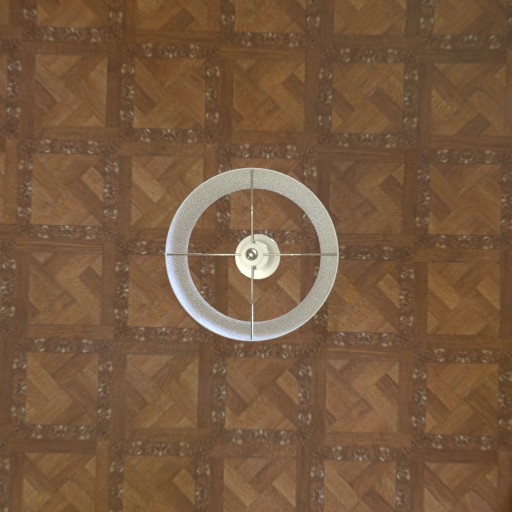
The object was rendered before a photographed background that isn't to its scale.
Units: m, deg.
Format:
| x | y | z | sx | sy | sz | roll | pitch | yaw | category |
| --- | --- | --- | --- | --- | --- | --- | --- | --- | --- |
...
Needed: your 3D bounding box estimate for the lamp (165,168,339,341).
| x | y | z | sx | sy | sz | roll | pitch | yaw | category |
| --- | --- | --- | --- | --- | --- | --- | --- | --- | --- |
| 0.000 | 0.000 | 1.628 | 0.356 | 1.487 | 0.356 | 0 | 90 | 1 | lamp |
